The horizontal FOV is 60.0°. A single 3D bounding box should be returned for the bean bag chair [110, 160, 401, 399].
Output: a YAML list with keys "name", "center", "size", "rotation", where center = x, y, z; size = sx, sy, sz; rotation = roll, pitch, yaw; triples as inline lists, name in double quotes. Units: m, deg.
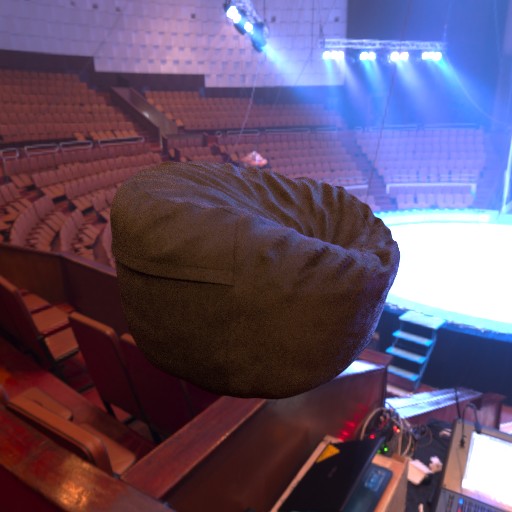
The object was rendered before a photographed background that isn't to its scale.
- name: "bean bag chair"
  center: [0.000, 0.000, 2.037]
  size: [1.245, 0.821, 1.245]
  rotation: [0, 16, 0]
